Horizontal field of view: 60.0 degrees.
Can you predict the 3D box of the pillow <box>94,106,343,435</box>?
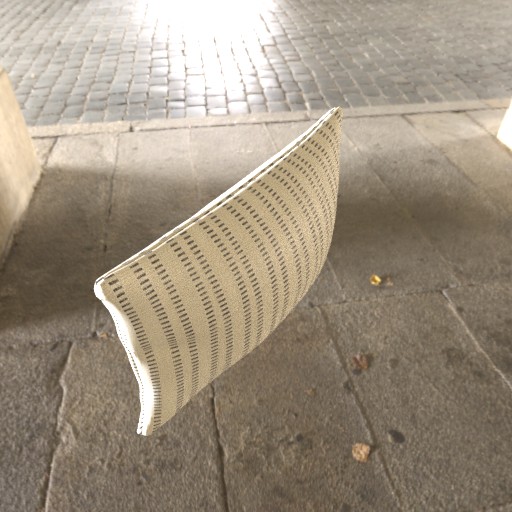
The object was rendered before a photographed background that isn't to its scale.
[{"bbox_3d":[0.000,0.000,0.815,0.210,0.353,0.640,24,46,25],"label":"pillow"}]
